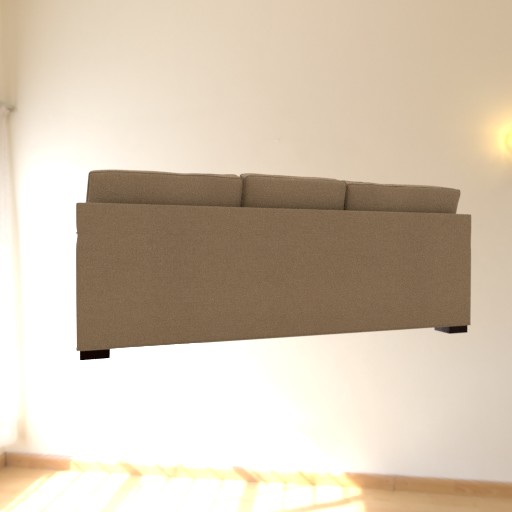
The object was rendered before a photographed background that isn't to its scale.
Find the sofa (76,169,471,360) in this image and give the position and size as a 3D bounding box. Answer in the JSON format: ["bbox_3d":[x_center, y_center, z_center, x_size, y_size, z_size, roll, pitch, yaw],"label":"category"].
[{"bbox_3d":[0.000,0.000,2.887,2.087,0.861,1.496,0,1,-18],"label":"sofa"}]
